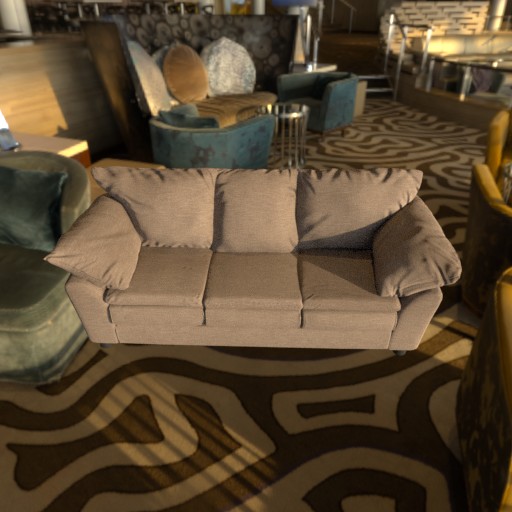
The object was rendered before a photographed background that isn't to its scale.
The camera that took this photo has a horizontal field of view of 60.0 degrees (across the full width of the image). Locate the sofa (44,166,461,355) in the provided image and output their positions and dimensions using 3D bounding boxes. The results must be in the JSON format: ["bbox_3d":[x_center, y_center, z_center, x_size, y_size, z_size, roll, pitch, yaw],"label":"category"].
[{"bbox_3d":[0.000,0.000,2.941,2.390,1.043,0.927,1,30,2],"label":"sofa"}]
